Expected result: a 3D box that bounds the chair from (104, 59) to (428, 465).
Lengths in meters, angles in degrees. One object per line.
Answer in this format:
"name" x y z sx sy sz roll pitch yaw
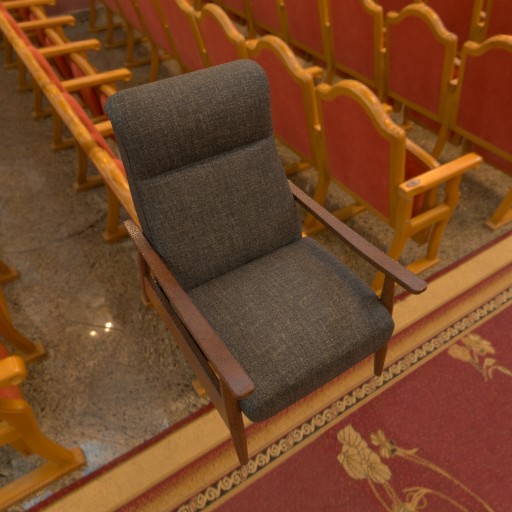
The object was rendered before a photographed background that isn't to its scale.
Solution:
"chair" 0.000 0.000 1.725 0.762 1.082 1.014 -25 51 -22
